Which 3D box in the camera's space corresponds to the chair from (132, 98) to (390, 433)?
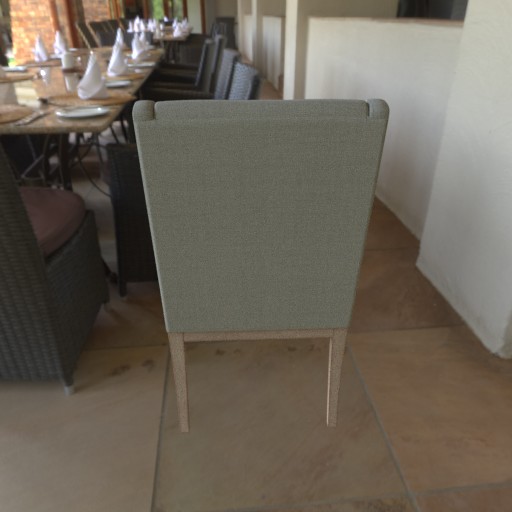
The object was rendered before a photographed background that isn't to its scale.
[{"bbox_3d":[0.000,0.000,1.389,0.575,1.021,0.611,-1,29,-2],"label":"chair"}]
